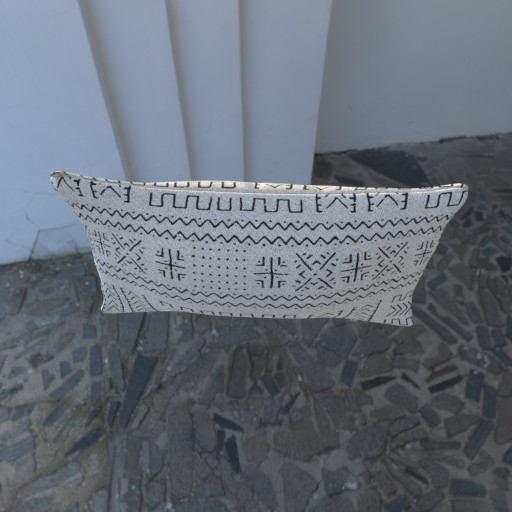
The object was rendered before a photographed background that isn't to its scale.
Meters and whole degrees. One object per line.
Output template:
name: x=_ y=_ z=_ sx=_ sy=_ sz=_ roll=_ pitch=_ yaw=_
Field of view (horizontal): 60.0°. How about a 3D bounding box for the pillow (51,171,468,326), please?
pillow: x=0.000 y=0.000 z=0.792 sx=0.637 sy=0.352 sz=0.188 roll=2 pitch=47 yaw=2
